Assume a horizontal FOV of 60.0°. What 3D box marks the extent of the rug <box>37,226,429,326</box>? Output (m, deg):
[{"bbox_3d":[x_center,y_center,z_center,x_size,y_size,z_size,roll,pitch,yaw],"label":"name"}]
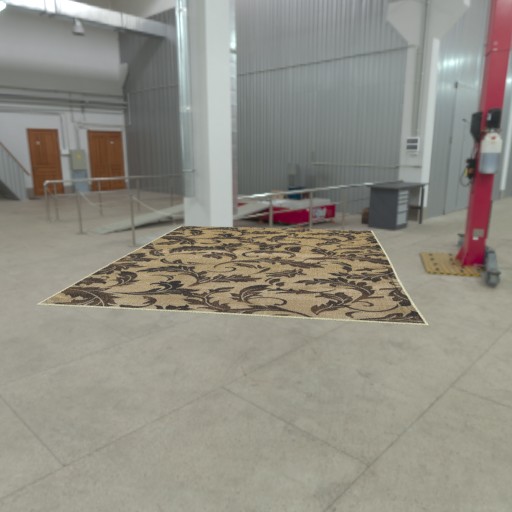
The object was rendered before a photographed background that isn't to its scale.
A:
[{"bbox_3d":[0.000,0.000,4.047,2.380,0.008,2.977,2,14,8],"label":"rug"}]
